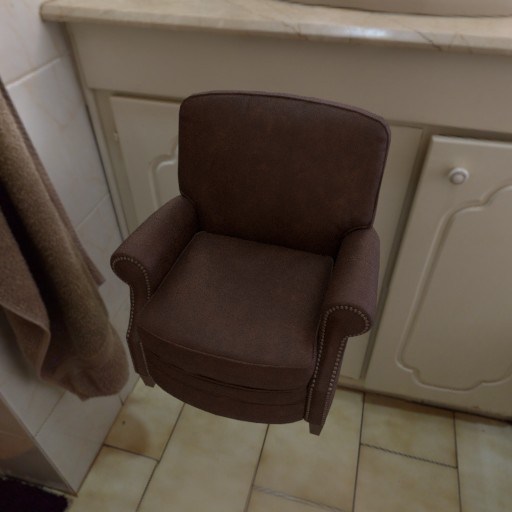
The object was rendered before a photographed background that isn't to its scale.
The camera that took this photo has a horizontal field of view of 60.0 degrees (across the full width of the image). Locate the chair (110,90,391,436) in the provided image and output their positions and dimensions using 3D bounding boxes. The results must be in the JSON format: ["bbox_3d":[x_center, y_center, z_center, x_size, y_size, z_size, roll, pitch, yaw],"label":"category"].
[{"bbox_3d":[0.000,0.000,1.720,0.936,1.018,0.986,12,43,13],"label":"chair"}]
